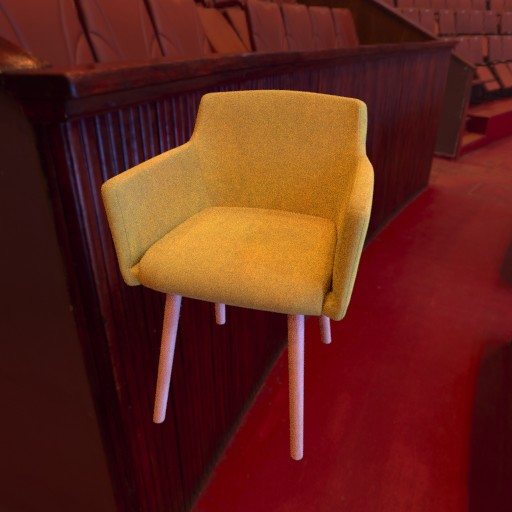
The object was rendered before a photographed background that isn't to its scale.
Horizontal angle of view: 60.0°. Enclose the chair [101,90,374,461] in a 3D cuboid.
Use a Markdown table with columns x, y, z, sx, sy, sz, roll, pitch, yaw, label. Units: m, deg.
| x | y | z | sx | sy | sz | roll | pitch | yaw | label |
| --- | --- | --- | --- | --- | --- | --- | --- | --- | --- |
| 0.000 | 0.000 | 1.187 | 0.570 | 0.780 | 0.570 | 8 | 28 | 15 | chair |
